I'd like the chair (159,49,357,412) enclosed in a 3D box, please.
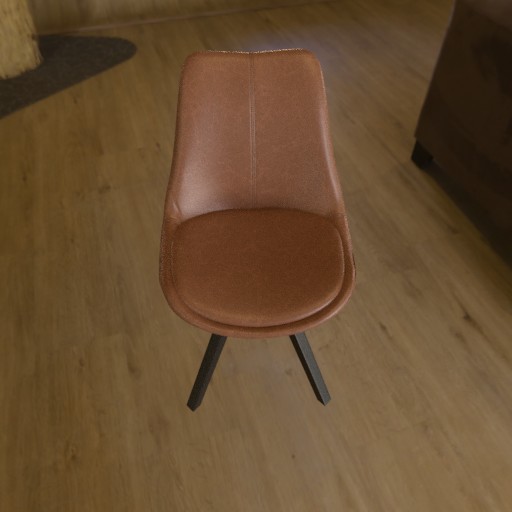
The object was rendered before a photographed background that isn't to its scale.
[{"bbox_3d":[0.000,0.000,1.162,0.475,0.850,0.550,-2,47,-2],"label":"chair"}]
